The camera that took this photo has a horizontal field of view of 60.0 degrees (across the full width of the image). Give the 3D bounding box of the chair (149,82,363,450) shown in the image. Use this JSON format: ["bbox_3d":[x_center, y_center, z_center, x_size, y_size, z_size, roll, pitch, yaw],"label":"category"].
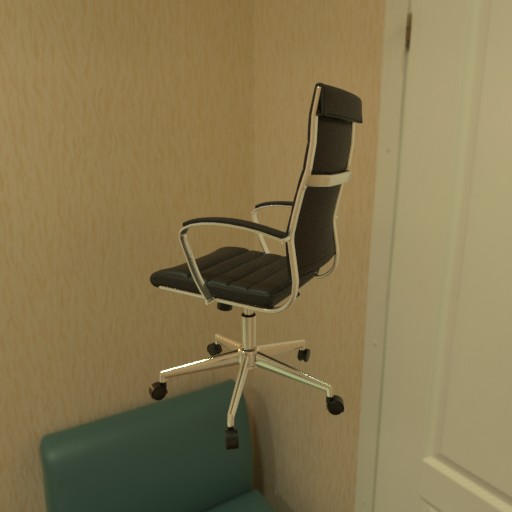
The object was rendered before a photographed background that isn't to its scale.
[{"bbox_3d":[0.000,0.000,1.687,0.739,1.149,0.766,7,15,26],"label":"chair"}]
